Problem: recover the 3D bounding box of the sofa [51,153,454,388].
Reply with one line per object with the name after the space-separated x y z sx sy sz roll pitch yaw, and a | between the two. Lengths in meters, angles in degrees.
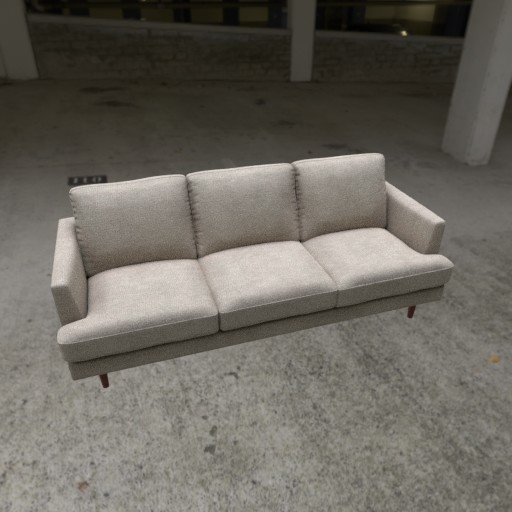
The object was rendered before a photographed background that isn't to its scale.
0.000 0.000 2.710 2.246 0.930 0.903 -10 33 -15 | sofa
